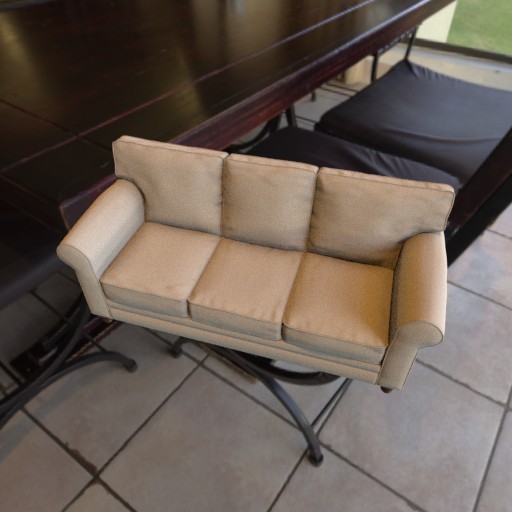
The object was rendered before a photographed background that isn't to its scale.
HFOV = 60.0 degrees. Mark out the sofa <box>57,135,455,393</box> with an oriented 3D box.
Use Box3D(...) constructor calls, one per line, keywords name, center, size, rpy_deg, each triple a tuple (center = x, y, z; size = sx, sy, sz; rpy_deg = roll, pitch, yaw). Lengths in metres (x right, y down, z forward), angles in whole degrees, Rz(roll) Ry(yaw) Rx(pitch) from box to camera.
Box3D(name="sofa", center=(0.000, 0.000, 2.645), size=(2.084, 0.961, 0.916), rpy_deg=(11, 44, 12))
